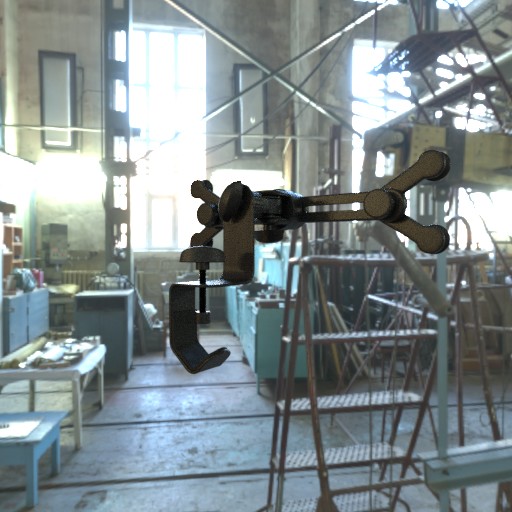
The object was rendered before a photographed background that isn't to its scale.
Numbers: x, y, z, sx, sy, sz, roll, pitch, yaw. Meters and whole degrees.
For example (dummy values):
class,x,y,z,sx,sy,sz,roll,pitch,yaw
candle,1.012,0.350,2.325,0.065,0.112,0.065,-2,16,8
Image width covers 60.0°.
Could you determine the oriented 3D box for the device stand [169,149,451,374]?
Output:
class,x,y,z,sx,sy,sz,roll,pitch,yaw
device stand,0.000,0.000,0.367,0.270,0.166,0.142,1,1,37
